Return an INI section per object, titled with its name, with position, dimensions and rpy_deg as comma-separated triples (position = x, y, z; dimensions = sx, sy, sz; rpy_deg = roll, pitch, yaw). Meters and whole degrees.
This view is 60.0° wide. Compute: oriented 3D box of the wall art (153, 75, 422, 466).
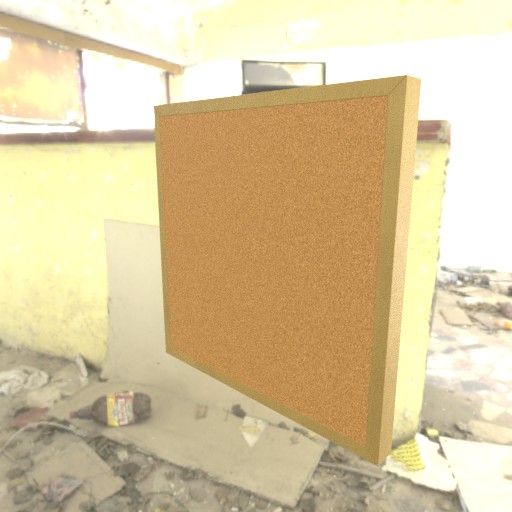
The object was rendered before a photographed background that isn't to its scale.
[wall art]
position = 0.000, 0.000, 0.739
dimensions = 0.508, 0.508, 0.038
rpy_deg = 13, 19, 43
